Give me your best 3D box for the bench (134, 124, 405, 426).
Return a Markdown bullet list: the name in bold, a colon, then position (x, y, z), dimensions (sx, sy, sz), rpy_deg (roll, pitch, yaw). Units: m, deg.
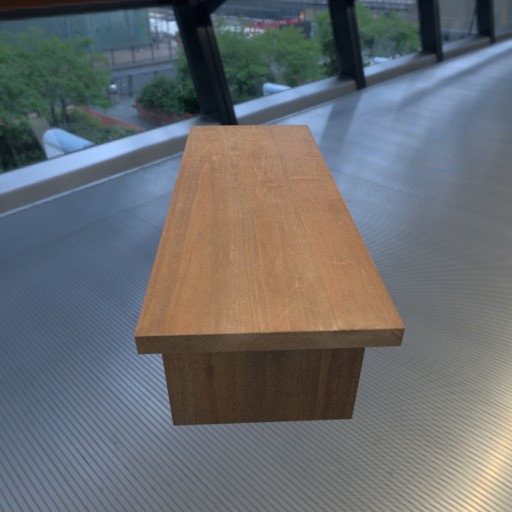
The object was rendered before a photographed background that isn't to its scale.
- **bench**: position (0.000, 0.000, 1.367), dimensions (0.458, 0.458, 1.183), rpy_deg (-1, 33, -2)
